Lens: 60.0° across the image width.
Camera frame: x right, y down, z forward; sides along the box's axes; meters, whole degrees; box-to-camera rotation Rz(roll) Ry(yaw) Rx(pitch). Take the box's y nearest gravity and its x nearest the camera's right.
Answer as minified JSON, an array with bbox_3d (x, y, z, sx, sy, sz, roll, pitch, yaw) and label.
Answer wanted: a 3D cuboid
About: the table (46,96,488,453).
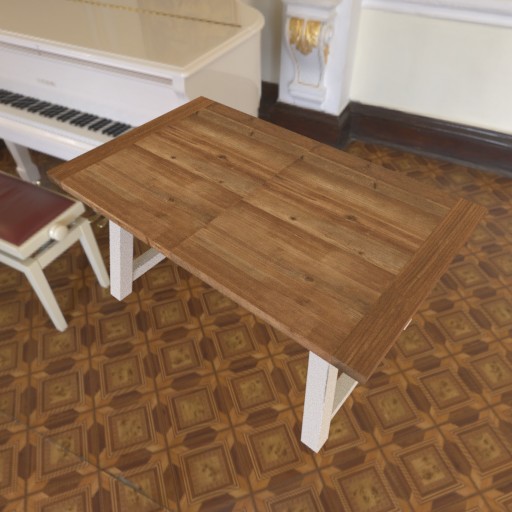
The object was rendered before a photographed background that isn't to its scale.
[{"bbox_3d":[0.000,0.000,2.016,1.503,0.743,0.922,30,52,27],"label":"table"}]
